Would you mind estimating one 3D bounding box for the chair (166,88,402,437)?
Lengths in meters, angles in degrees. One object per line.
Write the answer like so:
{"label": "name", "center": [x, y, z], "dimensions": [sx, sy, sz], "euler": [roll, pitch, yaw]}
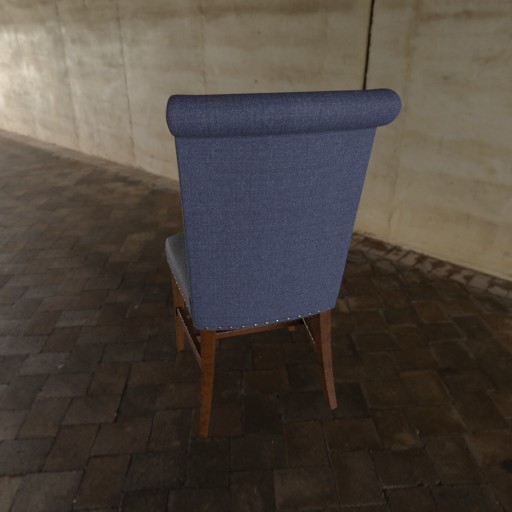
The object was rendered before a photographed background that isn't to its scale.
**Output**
{"label": "chair", "center": [0.000, 0.000, 1.347], "dimensions": [0.513, 0.988, 0.608], "euler": [-7, 27, -14]}
